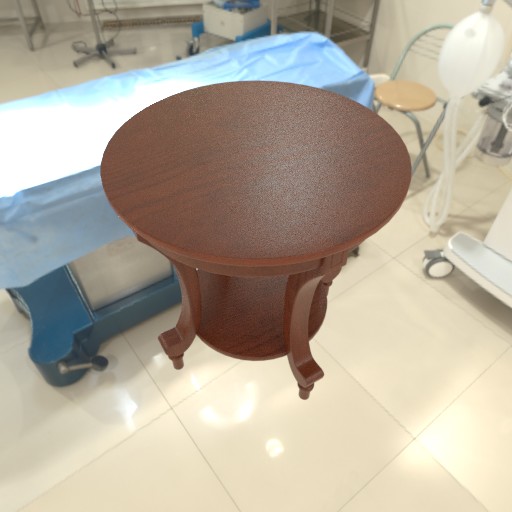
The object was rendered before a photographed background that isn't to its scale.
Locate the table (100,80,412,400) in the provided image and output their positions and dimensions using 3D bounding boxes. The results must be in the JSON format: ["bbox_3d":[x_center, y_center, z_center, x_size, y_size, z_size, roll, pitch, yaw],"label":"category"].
[{"bbox_3d":[0.000,0.000,1.092,0.597,0.612,0.597,0,46,0],"label":"table"}]
